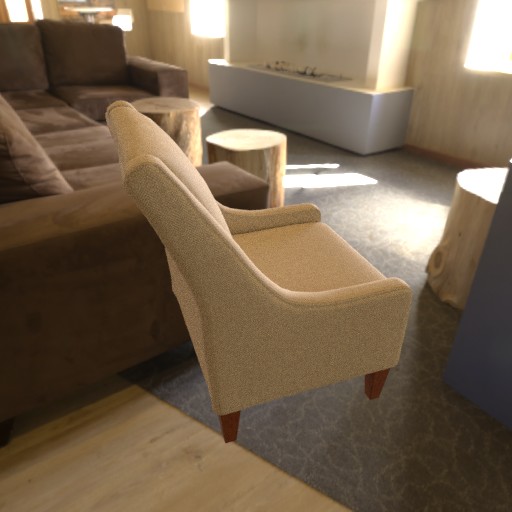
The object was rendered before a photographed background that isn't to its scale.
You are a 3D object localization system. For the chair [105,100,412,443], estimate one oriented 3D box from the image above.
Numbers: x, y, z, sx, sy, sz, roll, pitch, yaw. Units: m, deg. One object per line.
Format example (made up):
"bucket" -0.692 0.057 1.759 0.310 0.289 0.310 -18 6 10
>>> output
"chair" 0.000 0.000 1.619 0.870 1.014 0.774 -10 32 -17
